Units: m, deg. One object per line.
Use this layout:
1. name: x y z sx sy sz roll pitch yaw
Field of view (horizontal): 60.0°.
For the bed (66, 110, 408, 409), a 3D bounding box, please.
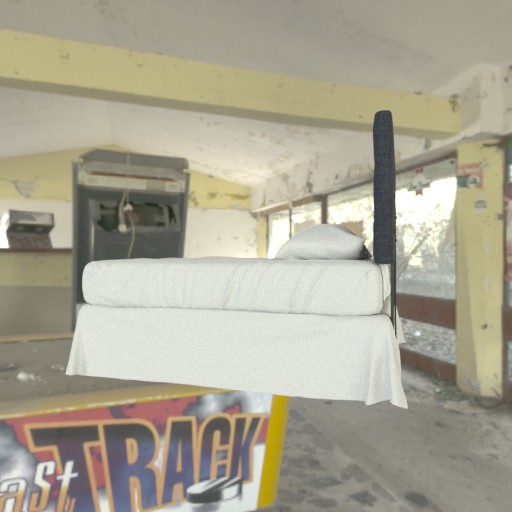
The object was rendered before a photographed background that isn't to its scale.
1. bed: 0.000 0.000 3.453 2.222 1.577 1.936 0 0 18
